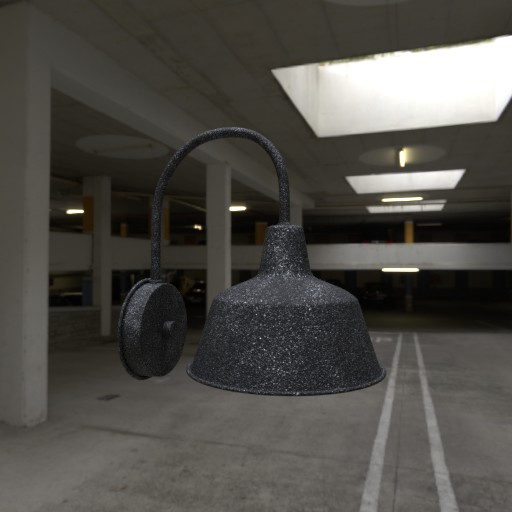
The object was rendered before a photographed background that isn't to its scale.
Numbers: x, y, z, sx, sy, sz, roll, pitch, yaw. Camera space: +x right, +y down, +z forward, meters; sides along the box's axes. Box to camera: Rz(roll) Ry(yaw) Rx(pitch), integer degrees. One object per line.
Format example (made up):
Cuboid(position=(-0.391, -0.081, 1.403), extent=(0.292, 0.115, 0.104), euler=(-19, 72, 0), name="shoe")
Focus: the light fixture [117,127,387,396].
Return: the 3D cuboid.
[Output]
Cuboid(position=(0.000, 0.000, 0.503), extent=(0.283, 0.300, 0.216), euler=(0, -1, 19), name="light fixture")
